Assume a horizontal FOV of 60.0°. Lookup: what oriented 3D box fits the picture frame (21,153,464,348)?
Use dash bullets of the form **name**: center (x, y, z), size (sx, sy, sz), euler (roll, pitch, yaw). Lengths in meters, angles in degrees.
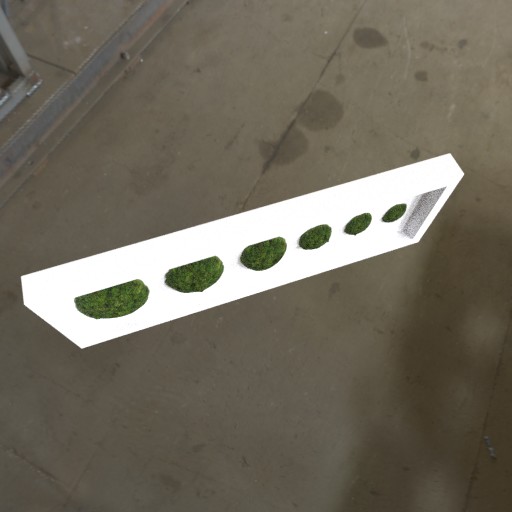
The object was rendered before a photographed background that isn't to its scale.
- **picture frame**: center (0.000, 0.000, 0.848), size (0.759, 0.250, 0.050), euler (-17, 64, -8)
